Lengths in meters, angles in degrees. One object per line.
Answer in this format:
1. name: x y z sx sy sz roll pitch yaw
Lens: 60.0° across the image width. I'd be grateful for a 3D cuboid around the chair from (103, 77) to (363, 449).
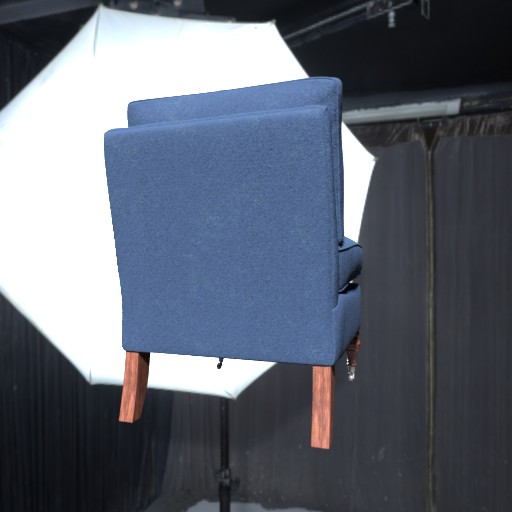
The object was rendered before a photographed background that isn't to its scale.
1. chair: 0.000 0.000 1.652 0.724 1.052 0.912 0 -1 19
